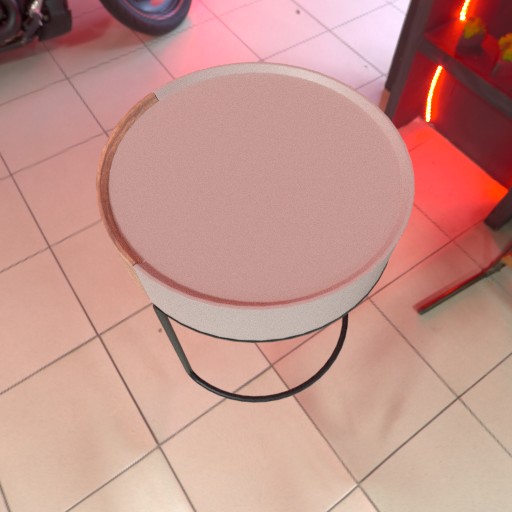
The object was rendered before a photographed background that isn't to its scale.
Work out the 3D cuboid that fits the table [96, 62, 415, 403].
[{"bbox_3d":[0.000,0.000,0.861,0.450,0.530,0.450,0,61,0],"label":"table"}]
